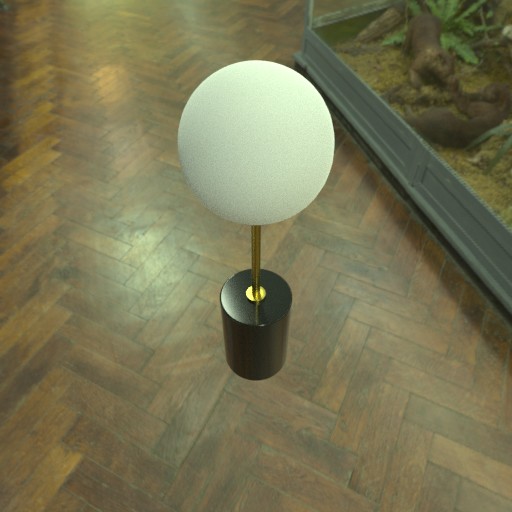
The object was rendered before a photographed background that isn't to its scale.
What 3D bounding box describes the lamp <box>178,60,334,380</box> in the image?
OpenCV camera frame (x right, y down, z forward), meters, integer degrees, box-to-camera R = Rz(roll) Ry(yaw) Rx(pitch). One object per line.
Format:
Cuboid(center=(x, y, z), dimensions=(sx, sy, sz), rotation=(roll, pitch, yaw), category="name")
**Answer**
Cuboid(center=(0.000, 0.000, 0.559), dimensions=(0.153, 0.480, 0.153), rotation=(0, 48, 0), category="lamp")
